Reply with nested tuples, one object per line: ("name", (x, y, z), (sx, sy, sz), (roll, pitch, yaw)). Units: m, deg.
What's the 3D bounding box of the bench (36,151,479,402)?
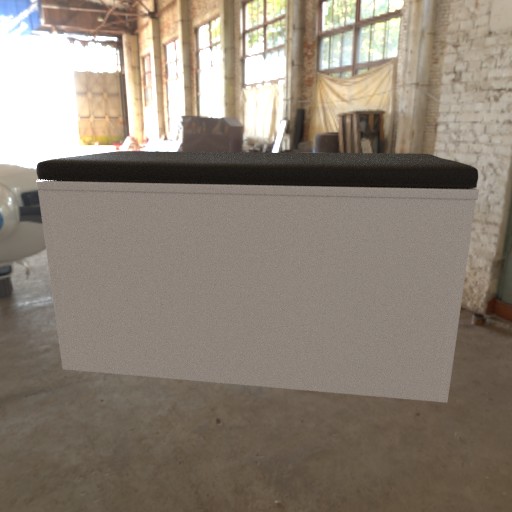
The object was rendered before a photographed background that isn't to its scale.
("bench", (0.000, 0.000, 1.131), (0.899, 0.500, 0.401), (2, 16, 8))
